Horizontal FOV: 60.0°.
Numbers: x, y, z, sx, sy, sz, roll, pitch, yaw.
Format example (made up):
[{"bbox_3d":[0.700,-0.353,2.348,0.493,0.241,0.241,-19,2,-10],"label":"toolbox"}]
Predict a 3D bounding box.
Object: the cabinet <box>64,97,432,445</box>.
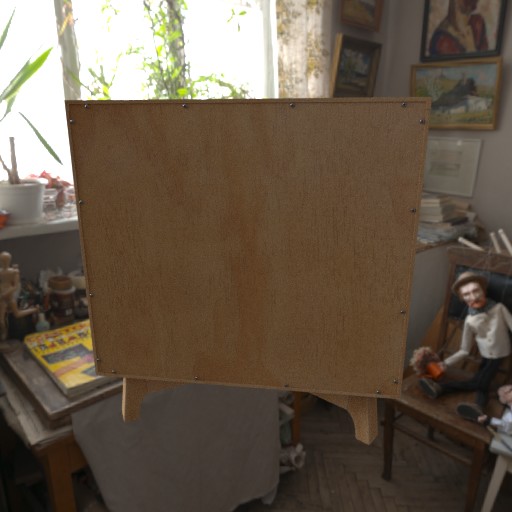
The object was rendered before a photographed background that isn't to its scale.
[{"bbox_3d":[0.000,0.000,0.927,0.551,0.599,0.394,2,16,8],"label":"cabinet"}]
